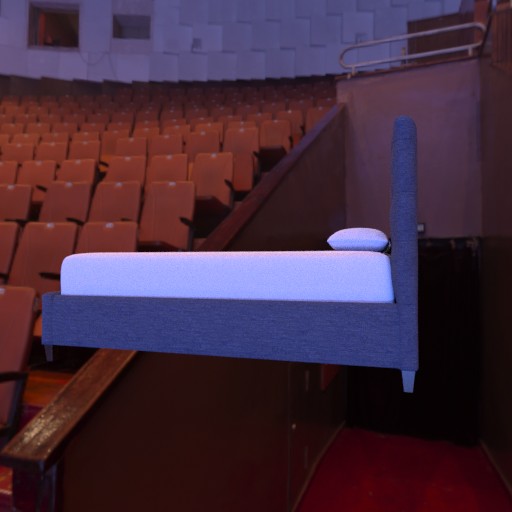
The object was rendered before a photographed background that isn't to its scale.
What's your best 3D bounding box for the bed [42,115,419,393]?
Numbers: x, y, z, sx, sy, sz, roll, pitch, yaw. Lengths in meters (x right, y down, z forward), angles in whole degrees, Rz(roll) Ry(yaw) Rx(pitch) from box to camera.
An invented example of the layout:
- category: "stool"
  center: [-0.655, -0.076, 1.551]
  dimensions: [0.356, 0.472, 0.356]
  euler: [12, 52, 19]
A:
- category: "bed"
  center: [0.000, 0.000, 3.583]
  dimensions: [2.387, 1.427, 2.078]
  euler: [0, -1, 18]
